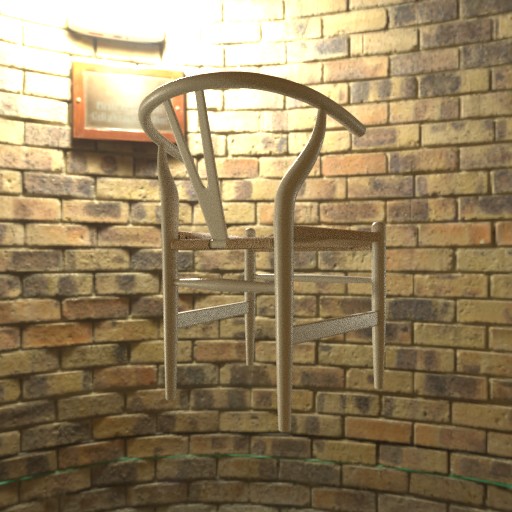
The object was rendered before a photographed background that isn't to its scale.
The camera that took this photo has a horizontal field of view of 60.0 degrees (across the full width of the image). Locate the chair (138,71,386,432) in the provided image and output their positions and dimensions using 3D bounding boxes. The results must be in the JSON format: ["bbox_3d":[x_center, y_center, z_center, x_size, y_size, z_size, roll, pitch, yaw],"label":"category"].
[{"bbox_3d":[0.000,0.000,1.141,0.569,0.730,0.579,0,0,36],"label":"chair"}]
